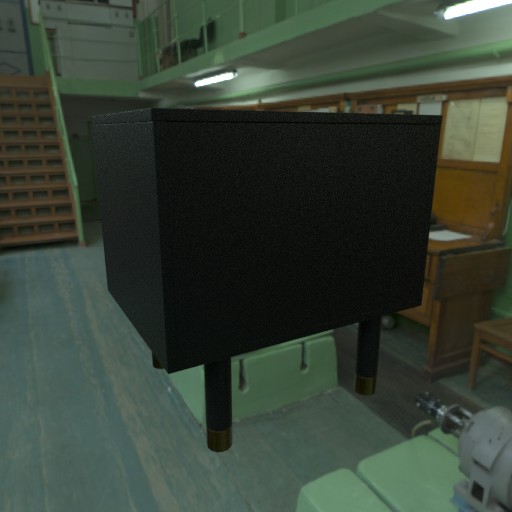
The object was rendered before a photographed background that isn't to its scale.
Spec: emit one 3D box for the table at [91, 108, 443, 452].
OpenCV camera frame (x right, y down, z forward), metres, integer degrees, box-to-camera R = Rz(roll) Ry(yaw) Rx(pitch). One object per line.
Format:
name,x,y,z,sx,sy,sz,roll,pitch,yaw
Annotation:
table,0.000,0.000,0.970,0.564,0.584,0.441,-9,18,-28
